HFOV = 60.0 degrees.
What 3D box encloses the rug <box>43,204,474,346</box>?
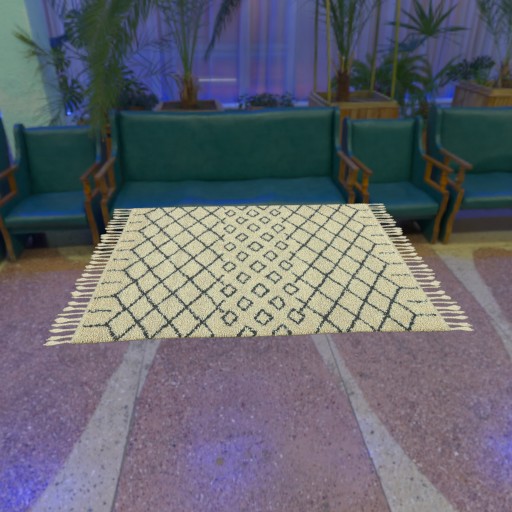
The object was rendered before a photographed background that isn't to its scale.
[{"bbox_3d":[0.000,0.000,4.275,3.213,0.030,2.388,-1,30,-3],"label":"rug"}]
